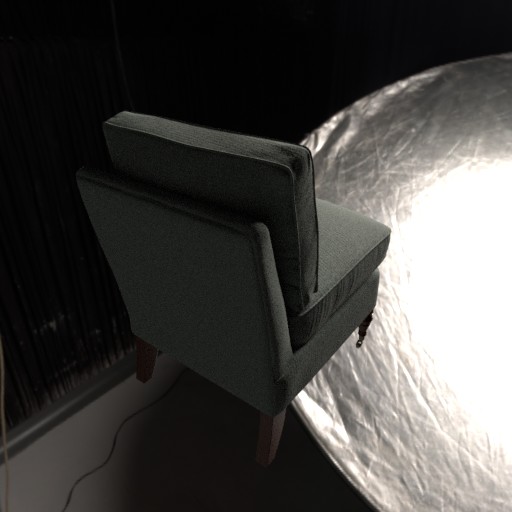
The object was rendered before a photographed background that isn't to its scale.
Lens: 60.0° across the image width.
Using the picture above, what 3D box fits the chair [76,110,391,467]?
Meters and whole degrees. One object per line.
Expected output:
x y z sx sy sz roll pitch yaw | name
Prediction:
0.000 0.000 1.418 0.624 0.901 0.796 21 35 32 | chair
